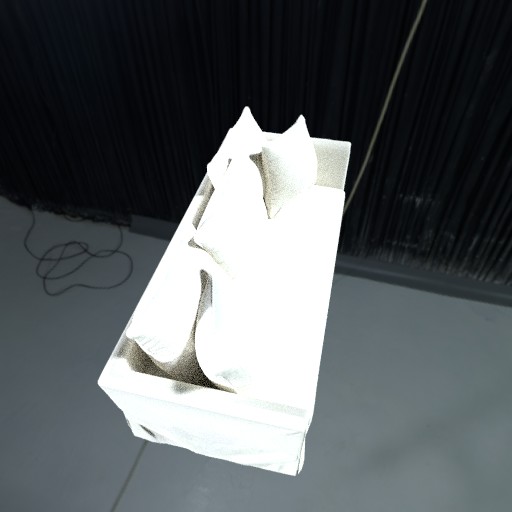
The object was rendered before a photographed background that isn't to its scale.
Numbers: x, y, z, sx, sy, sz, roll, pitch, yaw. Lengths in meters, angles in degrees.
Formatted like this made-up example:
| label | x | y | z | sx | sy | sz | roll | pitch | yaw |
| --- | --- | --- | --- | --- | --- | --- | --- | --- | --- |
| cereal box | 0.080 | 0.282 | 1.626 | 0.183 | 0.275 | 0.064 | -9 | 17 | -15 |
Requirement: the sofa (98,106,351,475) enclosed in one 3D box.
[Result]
| label | x | y | z | sx | sy | sz | roll | pitch | yaw |
| --- | --- | --- | --- | --- | --- | --- | --- | --- | --- |
| sofa | 0.000 | 0.000 | 2.864 | 1.031 | 1.034 | 2.290 | 10 | 47 | 9 |
